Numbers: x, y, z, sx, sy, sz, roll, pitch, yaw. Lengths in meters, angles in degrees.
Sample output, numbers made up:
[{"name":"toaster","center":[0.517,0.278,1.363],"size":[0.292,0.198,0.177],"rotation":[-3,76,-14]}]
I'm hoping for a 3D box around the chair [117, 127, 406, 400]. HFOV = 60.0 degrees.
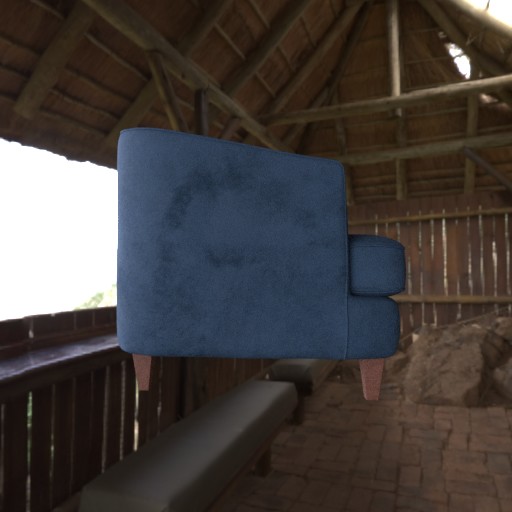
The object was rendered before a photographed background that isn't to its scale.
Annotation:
[{"name":"chair","center":[0.000,0.000,1.807],"size":[0.940,0.852,1.094],"rotation":[0,0,1]}]
